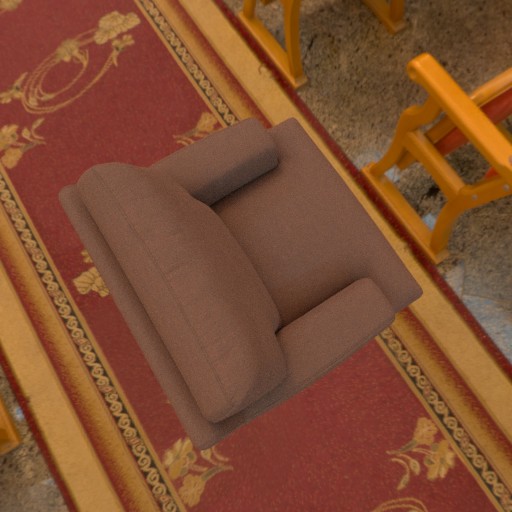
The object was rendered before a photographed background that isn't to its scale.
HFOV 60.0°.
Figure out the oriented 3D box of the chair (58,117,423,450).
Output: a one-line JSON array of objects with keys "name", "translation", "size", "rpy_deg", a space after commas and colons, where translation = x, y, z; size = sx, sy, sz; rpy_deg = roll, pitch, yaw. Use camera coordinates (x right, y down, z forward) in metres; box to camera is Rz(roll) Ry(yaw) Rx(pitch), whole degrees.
[{"name": "chair", "translation": [0.000, 0.000, 1.969], "size": [1.143, 0.940, 1.168], "rpy_deg": [-31, 77, -8]}]
